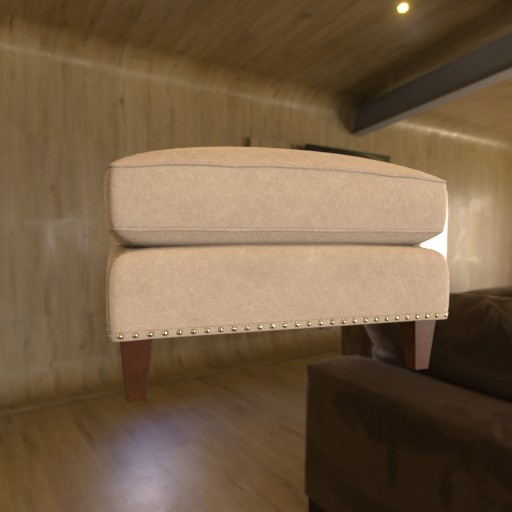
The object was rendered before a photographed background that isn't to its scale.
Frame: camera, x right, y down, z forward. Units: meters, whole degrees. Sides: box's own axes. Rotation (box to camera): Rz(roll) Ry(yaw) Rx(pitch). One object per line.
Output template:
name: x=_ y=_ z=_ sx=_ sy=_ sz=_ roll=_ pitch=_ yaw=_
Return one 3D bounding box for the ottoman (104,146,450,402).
ottoman: x=0.000 y=0.000 z=1.155 sx=0.741 sy=0.513 sz=0.584 roll=-1 pitch=2 yaw=-18
